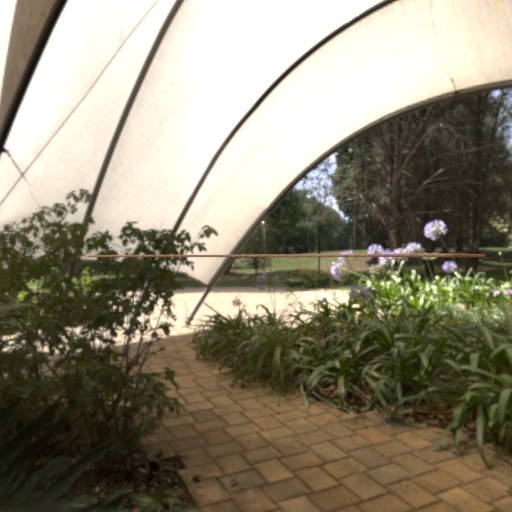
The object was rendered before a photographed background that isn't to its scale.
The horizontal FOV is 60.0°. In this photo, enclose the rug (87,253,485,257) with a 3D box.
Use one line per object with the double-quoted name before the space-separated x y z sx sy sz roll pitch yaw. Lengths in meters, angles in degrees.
"rug" 0.000 0.000 2.732 2.435 0.015 0.760 0 0 36
